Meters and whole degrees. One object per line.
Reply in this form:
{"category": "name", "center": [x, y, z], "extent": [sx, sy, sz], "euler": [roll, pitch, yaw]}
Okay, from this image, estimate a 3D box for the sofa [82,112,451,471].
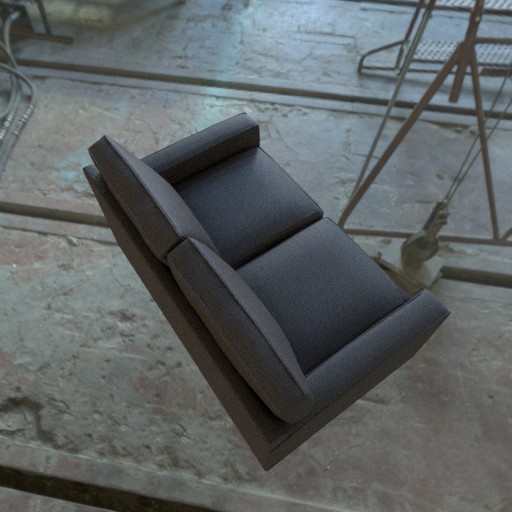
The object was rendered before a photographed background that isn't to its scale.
{"category": "sofa", "center": [0.000, 0.000, 2.149], "extent": [0.974, 0.887, 1.534], "euler": [-31, 63, -18]}
